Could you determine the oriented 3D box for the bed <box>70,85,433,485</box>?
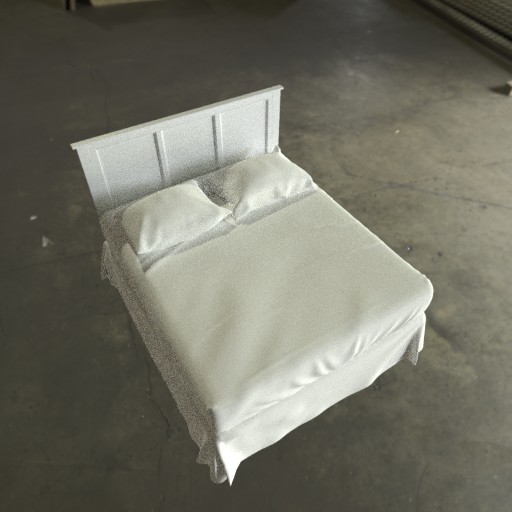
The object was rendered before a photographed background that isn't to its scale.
[{"bbox_3d":[0.000,0.000,3.071,1.876,1.269,2.047,-24,50,-21],"label":"bed"}]
